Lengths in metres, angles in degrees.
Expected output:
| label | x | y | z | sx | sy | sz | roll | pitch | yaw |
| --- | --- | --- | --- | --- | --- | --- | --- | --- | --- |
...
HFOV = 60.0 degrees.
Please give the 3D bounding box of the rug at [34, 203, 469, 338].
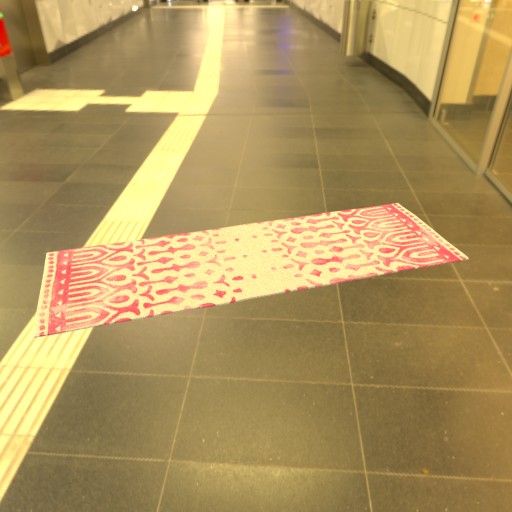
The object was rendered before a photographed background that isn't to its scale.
| label | x | y | z | sx | sy | sz | roll | pitch | yaw |
| --- | --- | --- | --- | --- | --- | --- | --- | --- | --- |
| rug | 0.000 | 0.000 | 2.702 | 2.458 | 0.011 | 0.787 | -9 | 35 | -13 |
